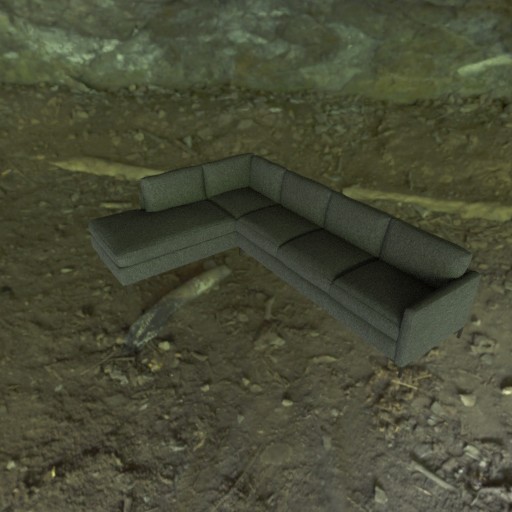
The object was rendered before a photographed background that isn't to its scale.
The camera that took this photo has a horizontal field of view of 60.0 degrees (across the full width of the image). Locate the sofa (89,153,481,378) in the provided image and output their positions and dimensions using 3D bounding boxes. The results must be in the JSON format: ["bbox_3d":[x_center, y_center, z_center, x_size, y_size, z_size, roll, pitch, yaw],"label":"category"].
[{"bbox_3d":[0.000,0.000,3.844,2.007,0.815,2.949,-21,37,-30],"label":"sofa"}]
